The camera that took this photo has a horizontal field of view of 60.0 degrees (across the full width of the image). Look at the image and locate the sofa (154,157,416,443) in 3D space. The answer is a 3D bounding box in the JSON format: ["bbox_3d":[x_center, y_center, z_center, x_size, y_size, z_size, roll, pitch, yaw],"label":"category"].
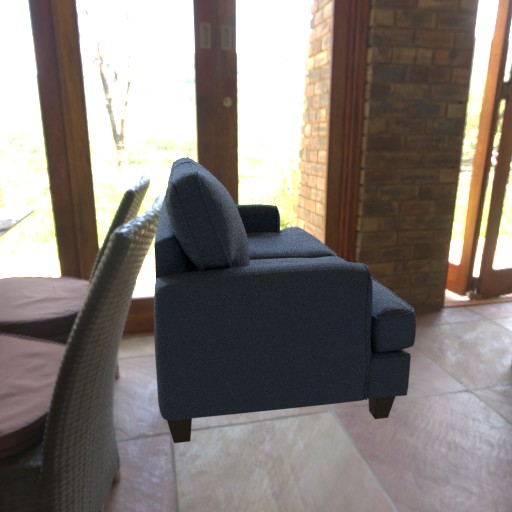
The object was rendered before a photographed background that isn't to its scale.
[{"bbox_3d":[0.000,0.000,2.286,0.965,0.965,1.651,-3,15,-9],"label":"sofa"}]
